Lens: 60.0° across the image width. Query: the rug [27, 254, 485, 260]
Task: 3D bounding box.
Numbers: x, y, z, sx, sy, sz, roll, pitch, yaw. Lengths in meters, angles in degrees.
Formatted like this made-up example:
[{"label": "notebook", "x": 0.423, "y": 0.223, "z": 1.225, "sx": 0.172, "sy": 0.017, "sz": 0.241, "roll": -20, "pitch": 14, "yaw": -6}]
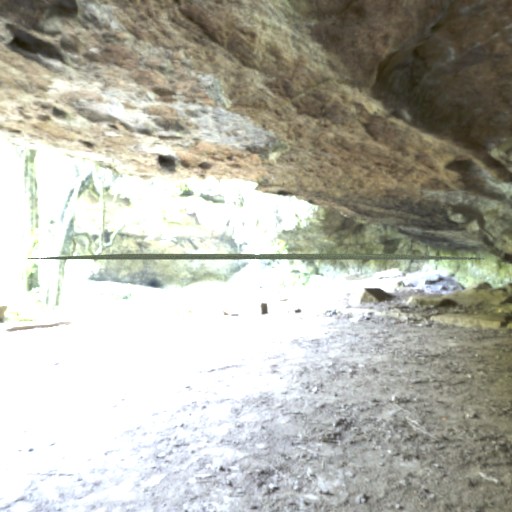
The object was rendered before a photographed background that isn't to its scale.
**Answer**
[{"label": "rug", "x": 0.000, "y": 0.000, "z": 3.133, "sx": 2.486, "sy": 0.013, "sz": 1.548, "roll": 0, "pitch": 1, "yaw": 0}]
